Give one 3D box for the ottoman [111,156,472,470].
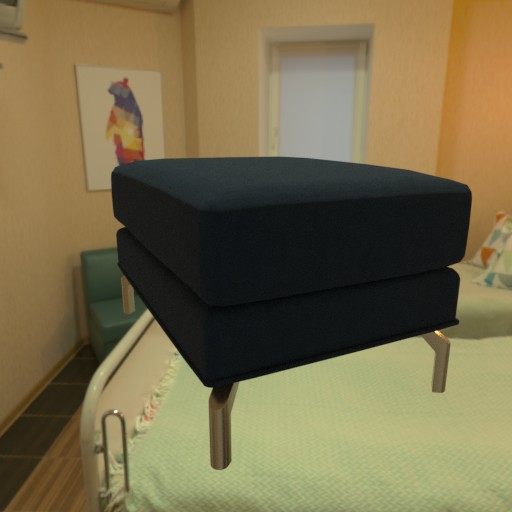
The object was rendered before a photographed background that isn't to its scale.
[{"bbox_3d":[0.000,0.000,1.156,0.587,0.498,0.835,-7,16,-26],"label":"ottoman"}]
